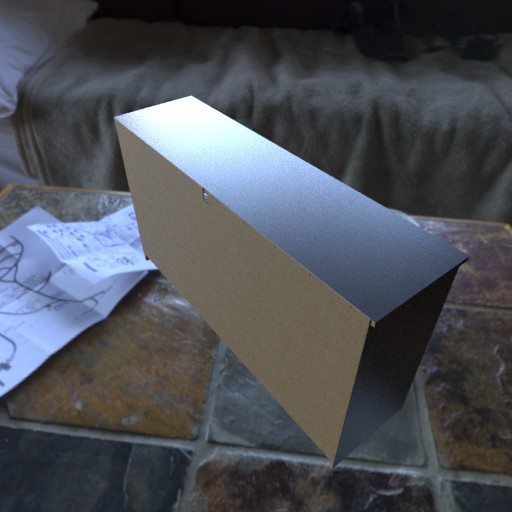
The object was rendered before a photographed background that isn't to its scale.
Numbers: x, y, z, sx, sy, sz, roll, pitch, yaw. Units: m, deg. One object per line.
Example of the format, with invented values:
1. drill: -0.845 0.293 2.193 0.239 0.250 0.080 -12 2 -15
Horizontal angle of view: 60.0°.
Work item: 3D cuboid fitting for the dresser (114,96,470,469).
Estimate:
1. dresser: 0.000 0.000 1.714 0.401 0.755 1.360 -27 48 -28
